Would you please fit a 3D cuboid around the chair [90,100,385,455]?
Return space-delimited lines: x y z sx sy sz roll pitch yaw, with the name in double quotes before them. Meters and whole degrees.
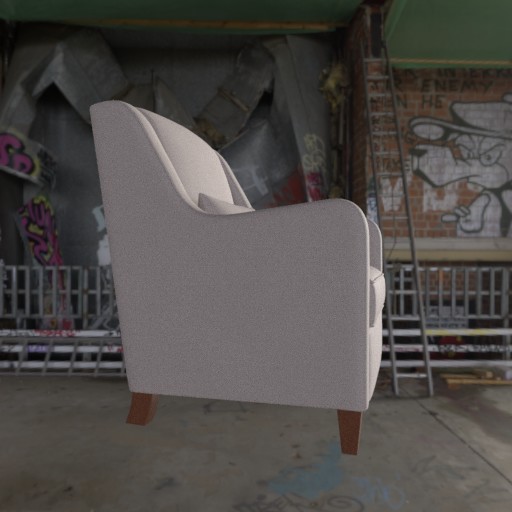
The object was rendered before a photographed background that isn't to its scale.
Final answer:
"chair" 0.000 0.000 1.566 0.863 1.010 0.715 0 0 19
